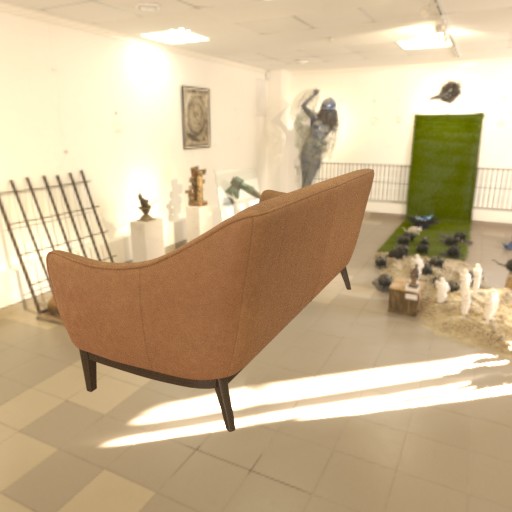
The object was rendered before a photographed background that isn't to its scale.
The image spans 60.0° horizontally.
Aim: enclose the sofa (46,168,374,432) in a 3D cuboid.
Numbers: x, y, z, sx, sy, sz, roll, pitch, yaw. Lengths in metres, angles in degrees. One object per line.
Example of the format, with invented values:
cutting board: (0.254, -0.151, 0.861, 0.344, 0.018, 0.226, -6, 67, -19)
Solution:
sofa: (0.000, 0.000, 2.358, 0.869, 0.830, 1.928, 8, 18, 25)
